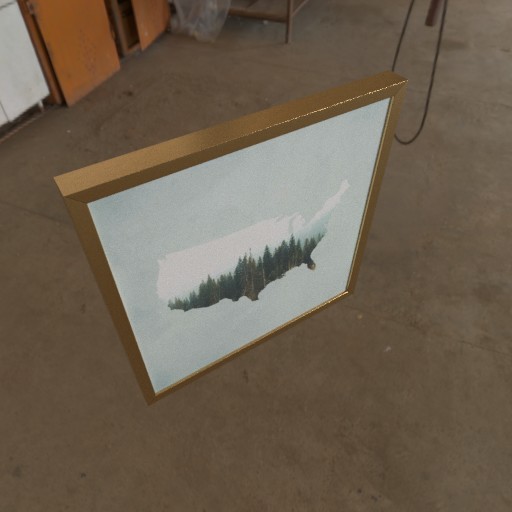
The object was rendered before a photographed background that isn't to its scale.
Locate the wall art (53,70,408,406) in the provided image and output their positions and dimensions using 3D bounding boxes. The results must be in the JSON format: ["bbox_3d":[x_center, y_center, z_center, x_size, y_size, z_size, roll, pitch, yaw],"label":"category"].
[{"bbox_3d":[0.000,0.000,0.761,0.509,0.509,0.040,-25,52,-21],"label":"wall art"}]
